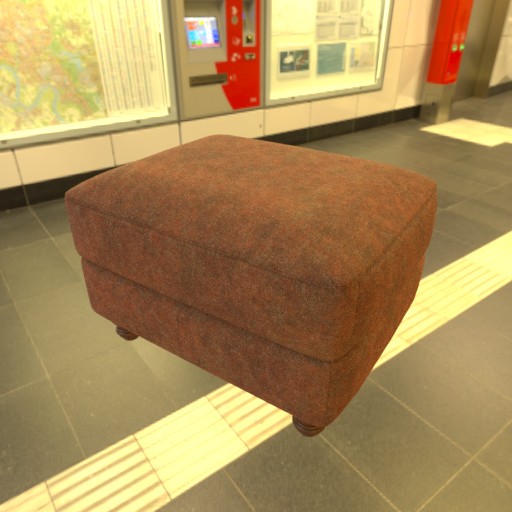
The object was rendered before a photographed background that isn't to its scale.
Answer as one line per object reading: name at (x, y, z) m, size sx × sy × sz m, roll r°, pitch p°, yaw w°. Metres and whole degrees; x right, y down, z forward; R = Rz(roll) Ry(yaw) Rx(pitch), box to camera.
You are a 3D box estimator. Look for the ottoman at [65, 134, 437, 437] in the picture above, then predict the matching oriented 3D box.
ottoman at (0.000, 0.000, 1.175) m, size 0.787 × 0.508 × 0.635 m, roll 19°, pitch 35°, yaw 29°
